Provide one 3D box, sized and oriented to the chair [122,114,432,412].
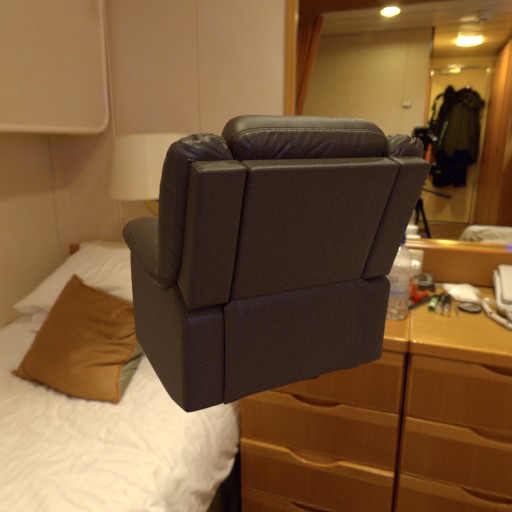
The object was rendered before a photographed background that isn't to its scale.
[{"bbox_3d":[0.000,0.000,1.713,0.899,1.009,0.934,-7,16,-26],"label":"chair"}]
